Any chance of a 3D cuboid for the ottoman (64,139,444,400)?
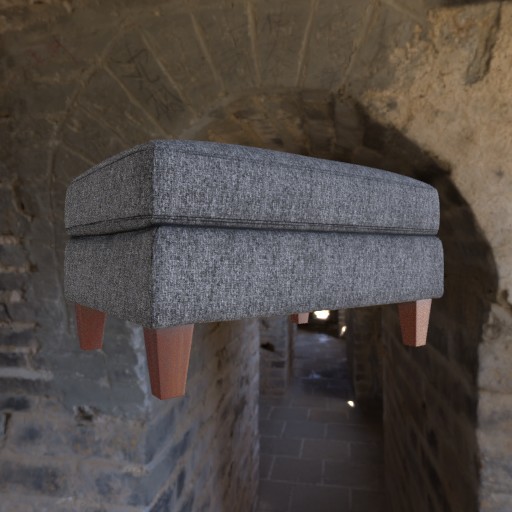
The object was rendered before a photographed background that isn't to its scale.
[{"bbox_3d":[0.000,0.000,1.181,0.864,0.483,0.584,0,1,-36],"label":"ottoman"}]
